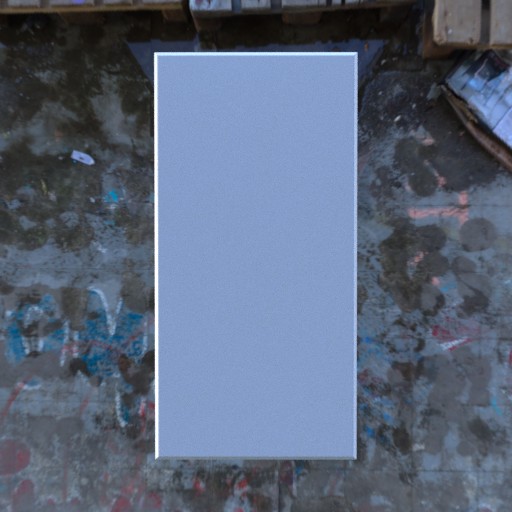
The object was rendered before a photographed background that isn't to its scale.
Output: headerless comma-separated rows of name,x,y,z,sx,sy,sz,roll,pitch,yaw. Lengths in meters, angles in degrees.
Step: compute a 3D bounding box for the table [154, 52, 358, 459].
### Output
table,0.000,0.000,1.454,0.551,0.506,1.109,0,91,0
